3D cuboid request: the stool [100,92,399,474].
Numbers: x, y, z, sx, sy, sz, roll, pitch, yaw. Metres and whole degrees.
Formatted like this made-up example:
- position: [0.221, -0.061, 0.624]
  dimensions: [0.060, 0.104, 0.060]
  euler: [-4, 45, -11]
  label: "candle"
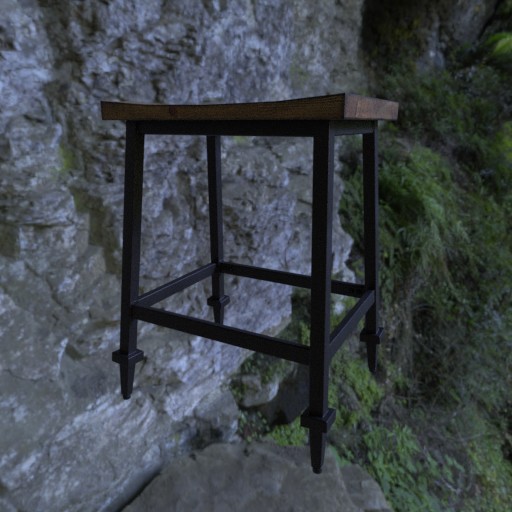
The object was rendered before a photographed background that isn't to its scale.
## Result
- position: [0.000, 0.000, 0.948]
  dimensions: [0.486, 0.625, 0.405]
  euler: [9, 19, 27]
  label: "stool"
